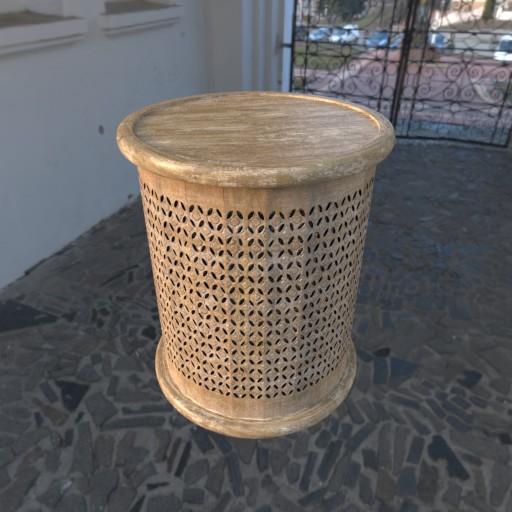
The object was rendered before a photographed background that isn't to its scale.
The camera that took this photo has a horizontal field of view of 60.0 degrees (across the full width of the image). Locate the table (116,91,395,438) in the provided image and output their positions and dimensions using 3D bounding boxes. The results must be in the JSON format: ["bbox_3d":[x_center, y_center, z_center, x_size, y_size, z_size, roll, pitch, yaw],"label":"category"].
[{"bbox_3d":[0.000,0.000,0.791,0.407,0.482,0.407,0,32,0],"label":"table"}]
